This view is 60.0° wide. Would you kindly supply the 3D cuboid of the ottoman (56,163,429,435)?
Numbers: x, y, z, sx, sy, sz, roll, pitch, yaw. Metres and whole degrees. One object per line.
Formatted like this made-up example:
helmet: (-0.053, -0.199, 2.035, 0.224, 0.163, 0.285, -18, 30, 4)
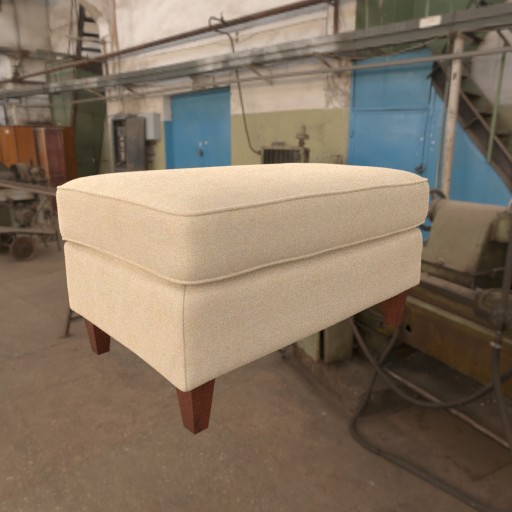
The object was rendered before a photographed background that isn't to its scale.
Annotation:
ottoman: (0.000, 0.000, 1.224, 0.862, 0.484, 0.583, -13, 20, -41)
